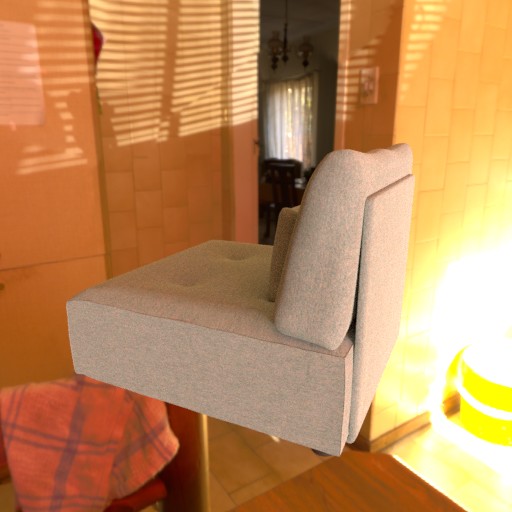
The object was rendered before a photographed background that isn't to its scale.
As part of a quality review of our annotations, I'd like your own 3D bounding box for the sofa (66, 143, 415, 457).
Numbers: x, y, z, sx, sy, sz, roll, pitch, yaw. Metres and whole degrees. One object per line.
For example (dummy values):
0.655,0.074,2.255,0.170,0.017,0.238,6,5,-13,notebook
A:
0.000,0.000,1.673,1.000,0.820,0.930,7,17,25,sofa
